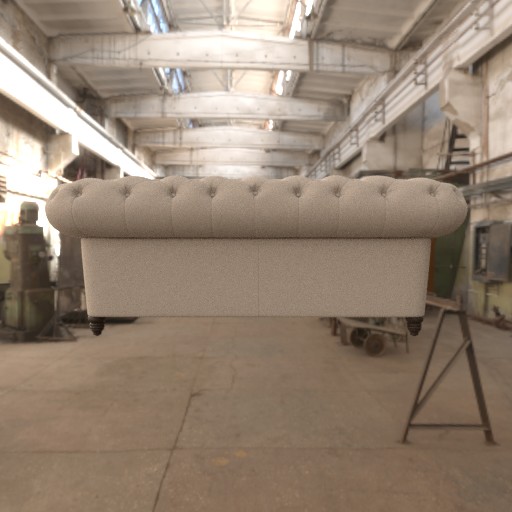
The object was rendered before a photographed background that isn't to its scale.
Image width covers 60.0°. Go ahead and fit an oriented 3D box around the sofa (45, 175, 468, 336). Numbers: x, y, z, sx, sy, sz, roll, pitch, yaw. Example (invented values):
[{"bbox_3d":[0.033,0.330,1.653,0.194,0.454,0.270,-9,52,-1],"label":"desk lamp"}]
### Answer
[{"bbox_3d":[0.000,0.000,2.429,1.998,0.764,0.986,0,1,0],"label":"sofa"}]
